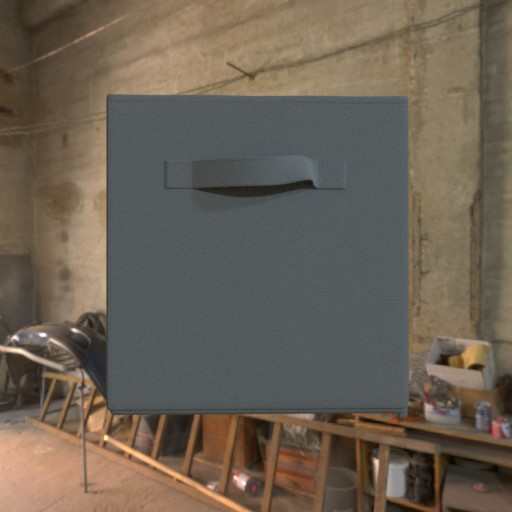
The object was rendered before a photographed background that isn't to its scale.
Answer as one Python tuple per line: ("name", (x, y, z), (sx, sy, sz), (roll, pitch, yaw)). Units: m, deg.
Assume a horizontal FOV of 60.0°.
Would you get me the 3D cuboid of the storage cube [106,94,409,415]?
("storage cube", (0.000, 0.000, 0.503), (0.270, 0.280, 0.270), (0, 0, -1))
